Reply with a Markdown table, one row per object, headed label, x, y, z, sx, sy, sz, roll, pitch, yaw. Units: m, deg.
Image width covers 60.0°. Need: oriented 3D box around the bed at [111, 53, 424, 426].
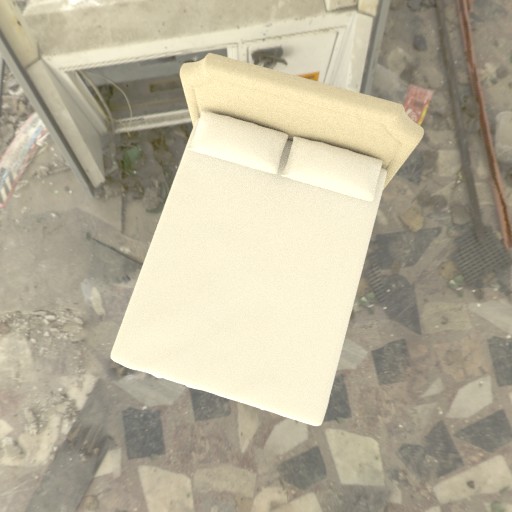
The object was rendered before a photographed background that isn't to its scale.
| label | x | y | z | sx | sy | sz | roll | pitch | yaw |
| --- | --- | --- | --- | --- | --- | --- | --- | --- | --- |
| bed | 0.000 | 0.000 | 3.174 | 1.693 | 1.290 | 2.116 | 17 | 78 | 4 |
